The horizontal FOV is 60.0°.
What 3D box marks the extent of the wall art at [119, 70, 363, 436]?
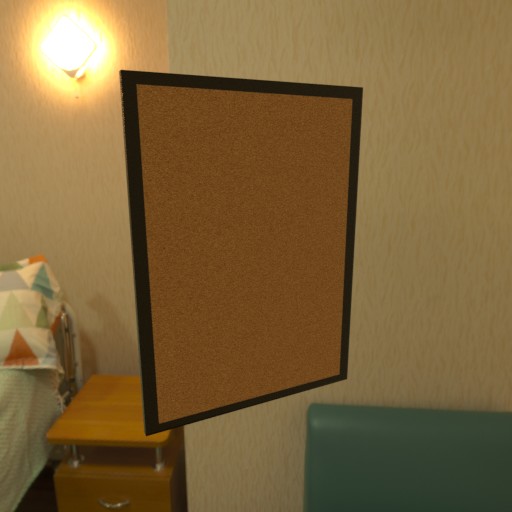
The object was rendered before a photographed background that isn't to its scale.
[{"bbox_3d":[0.000,0.000,0.883,0.480,0.657,0.016,-7,16,-26],"label":"wall art"}]
